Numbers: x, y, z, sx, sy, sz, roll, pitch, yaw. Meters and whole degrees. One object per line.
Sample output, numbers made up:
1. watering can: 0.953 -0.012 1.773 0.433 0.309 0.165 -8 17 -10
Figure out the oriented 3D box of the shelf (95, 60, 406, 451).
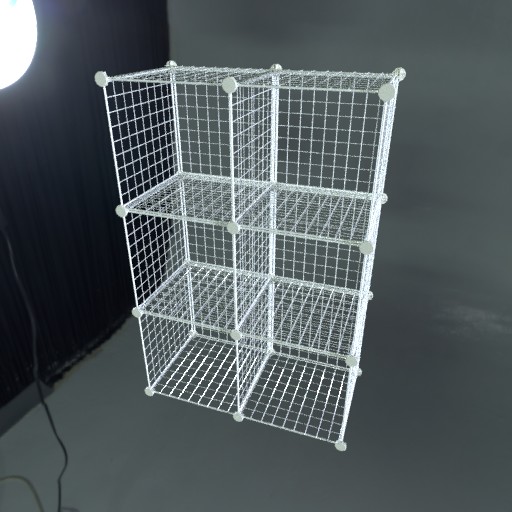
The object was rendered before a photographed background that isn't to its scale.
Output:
1. shelf: 0.000 0.000 1.370 0.711 1.067 0.356 9 29 17
